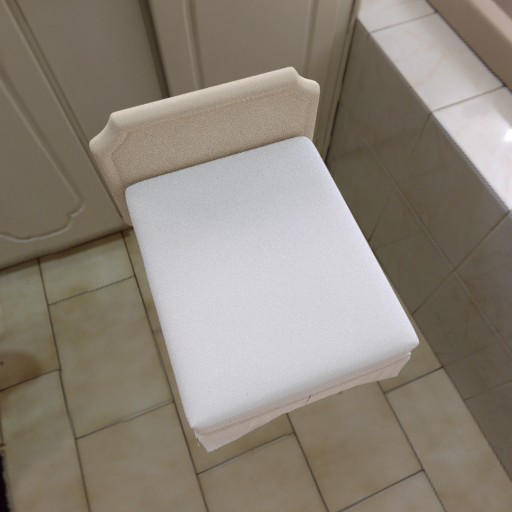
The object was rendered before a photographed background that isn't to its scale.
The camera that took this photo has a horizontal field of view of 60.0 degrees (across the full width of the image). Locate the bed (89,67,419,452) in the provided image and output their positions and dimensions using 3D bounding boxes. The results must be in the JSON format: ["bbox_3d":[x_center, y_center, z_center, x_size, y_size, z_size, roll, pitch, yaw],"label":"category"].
[{"bbox_3d":[0.000,0.000,3.289,1.827,1.296,2.209,-18,65,-9],"label":"bed"}]
